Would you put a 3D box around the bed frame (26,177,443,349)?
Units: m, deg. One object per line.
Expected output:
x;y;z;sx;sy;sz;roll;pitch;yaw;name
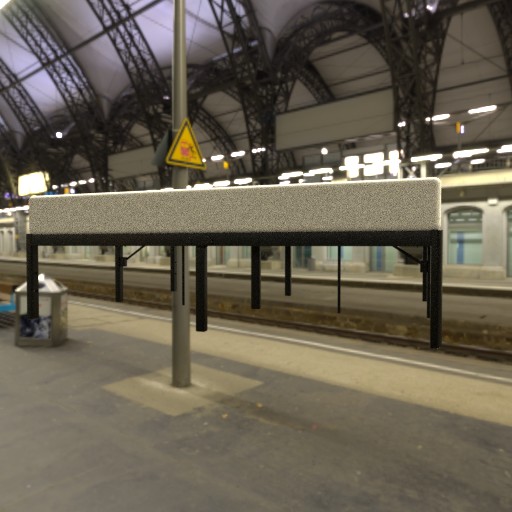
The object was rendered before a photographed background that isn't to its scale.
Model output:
0.000;0.000;2.751;2.072;0.659;1.557;1;2;19;bed frame
